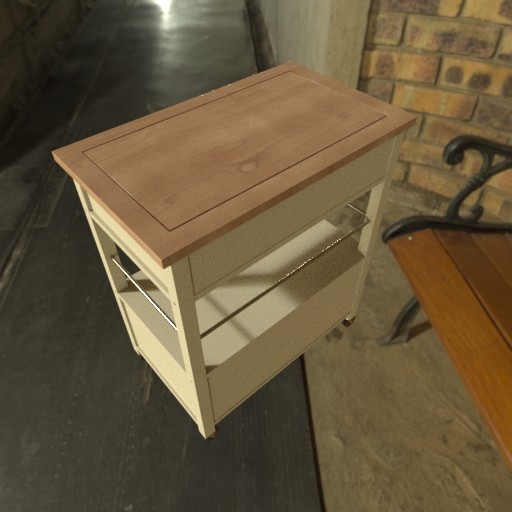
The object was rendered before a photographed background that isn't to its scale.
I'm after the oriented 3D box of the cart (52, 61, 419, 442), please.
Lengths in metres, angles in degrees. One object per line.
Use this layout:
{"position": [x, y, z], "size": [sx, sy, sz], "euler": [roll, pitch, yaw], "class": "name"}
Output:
{"position": [0.000, 0.000, 1.405], "size": [0.840, 0.901, 0.459], "euler": [-32, 54, -27], "class": "cart"}
